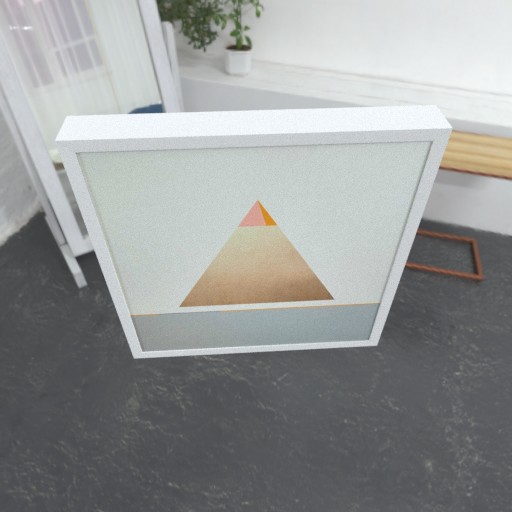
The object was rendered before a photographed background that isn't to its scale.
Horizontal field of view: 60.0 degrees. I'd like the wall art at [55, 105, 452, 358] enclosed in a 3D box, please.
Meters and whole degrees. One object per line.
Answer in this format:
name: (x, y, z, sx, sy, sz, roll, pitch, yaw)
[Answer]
wall art: (0.000, 0.000, 0.461, 0.305, 0.304, 0.038, -3, 45, -2)
